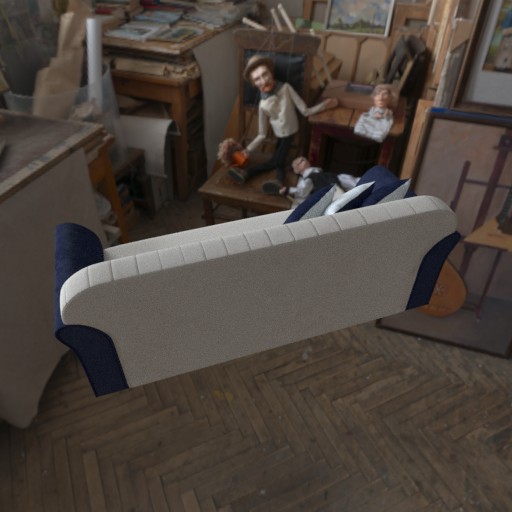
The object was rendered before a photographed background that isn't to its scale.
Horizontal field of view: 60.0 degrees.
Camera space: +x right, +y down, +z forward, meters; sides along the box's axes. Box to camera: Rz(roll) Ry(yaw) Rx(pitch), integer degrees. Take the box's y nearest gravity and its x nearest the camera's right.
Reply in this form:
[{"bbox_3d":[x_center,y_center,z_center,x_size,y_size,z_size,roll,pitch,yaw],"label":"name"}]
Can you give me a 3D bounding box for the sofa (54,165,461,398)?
[{"bbox_3d":[0.000,0.000,2.434,2.006,0.789,0.749,-13,42,-14],"label":"sofa"}]
